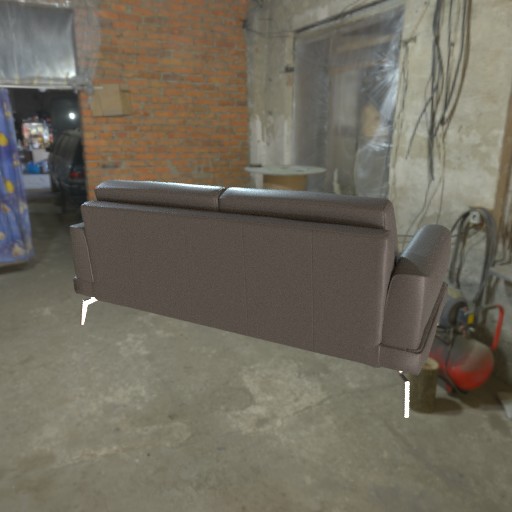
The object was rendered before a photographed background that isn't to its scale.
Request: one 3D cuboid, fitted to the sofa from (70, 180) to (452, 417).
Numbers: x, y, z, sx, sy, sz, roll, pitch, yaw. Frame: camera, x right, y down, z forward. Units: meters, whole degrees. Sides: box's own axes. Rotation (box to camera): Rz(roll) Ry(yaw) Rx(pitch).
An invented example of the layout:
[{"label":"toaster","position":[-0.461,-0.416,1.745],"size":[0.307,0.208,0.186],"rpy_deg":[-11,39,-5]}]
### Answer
[{"label":"sofa","position":[0.000,0.000,2.751],"size":[2.177,0.930,1.121],"rpy_deg":[8,18,27]}]
